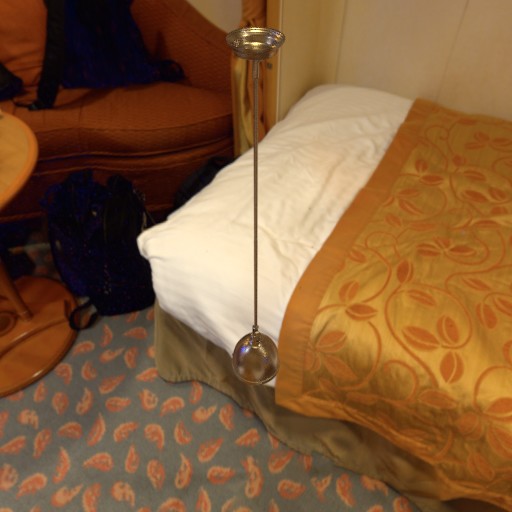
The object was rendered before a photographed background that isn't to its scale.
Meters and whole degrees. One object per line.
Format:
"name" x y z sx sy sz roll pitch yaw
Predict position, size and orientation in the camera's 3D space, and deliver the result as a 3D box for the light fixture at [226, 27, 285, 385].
"light fixture" 0.000 0.000 1.457 0.211 1.367 0.217 -11 47 -10
